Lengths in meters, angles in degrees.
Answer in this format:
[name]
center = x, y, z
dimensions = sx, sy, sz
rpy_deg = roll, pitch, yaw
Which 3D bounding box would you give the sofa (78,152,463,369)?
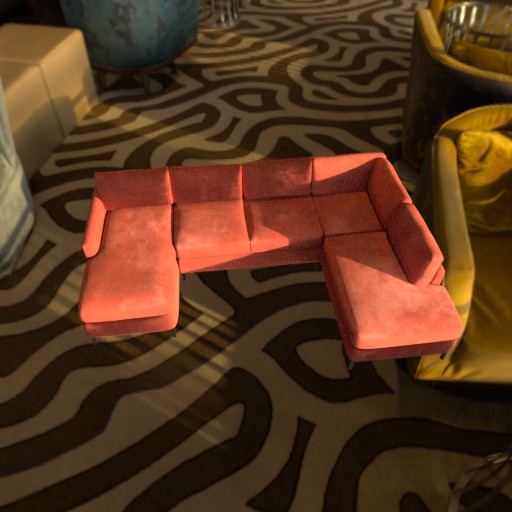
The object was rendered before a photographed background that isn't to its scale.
[sofa]
center = 0.000, 0.000, 3.903
dimensions = 2.971, 0.858, 1.981
rpy_deg = -5, 46, -4
